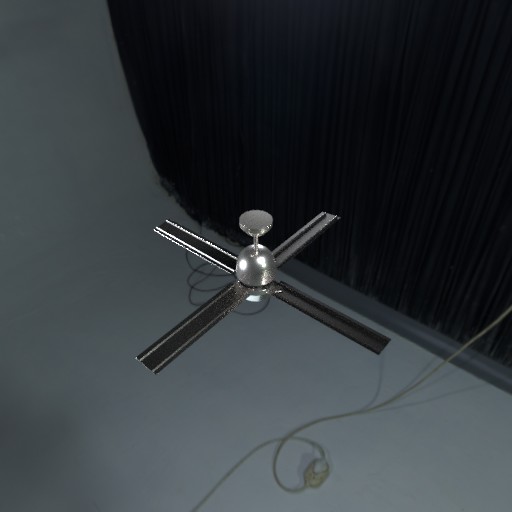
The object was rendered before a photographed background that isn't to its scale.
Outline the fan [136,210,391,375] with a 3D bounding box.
[{"bbox_3d":[0.000,0.000,2.031,1.346,0.406,1.346,26,46,28],"label":"fan"}]
